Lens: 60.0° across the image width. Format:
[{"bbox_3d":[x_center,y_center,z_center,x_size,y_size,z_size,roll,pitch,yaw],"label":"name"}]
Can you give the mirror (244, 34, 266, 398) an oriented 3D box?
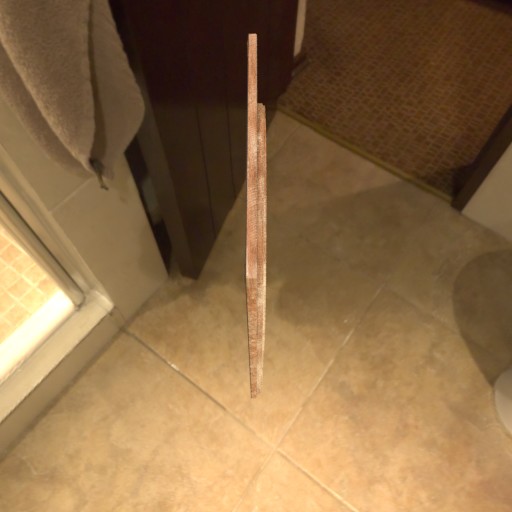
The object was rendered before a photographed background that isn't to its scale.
[{"bbox_3d":[0.000,0.000,1.034,0.058,0.787,0.495,0,61,0],"label":"mirror"}]
